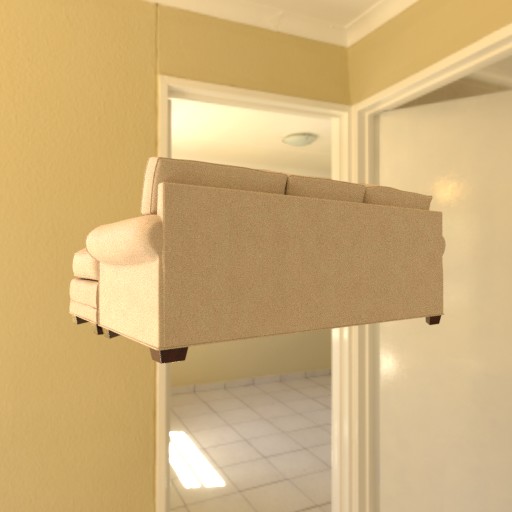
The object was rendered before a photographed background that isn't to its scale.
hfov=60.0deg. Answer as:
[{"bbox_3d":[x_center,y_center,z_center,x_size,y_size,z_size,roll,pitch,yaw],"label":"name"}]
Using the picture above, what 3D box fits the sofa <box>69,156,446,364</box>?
[{"bbox_3d":[0.000,0.000,2.426,1.770,0.734,1.226,0,-1,-35],"label":"sofa"}]
